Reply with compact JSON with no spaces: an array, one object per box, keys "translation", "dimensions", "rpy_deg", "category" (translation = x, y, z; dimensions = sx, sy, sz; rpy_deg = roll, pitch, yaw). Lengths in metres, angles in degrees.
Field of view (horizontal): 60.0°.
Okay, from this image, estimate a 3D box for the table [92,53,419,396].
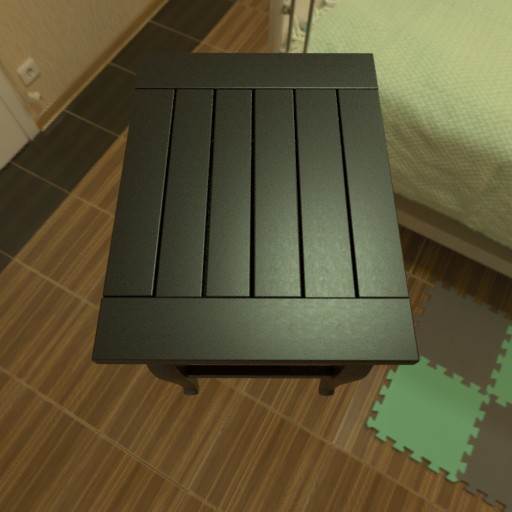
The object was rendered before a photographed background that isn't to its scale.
[{"translation":[0.000,0.000,1.017],"dimensions":[0.460,0.604,0.602],"rpy_deg":[0,65,0],"category":"table"}]
